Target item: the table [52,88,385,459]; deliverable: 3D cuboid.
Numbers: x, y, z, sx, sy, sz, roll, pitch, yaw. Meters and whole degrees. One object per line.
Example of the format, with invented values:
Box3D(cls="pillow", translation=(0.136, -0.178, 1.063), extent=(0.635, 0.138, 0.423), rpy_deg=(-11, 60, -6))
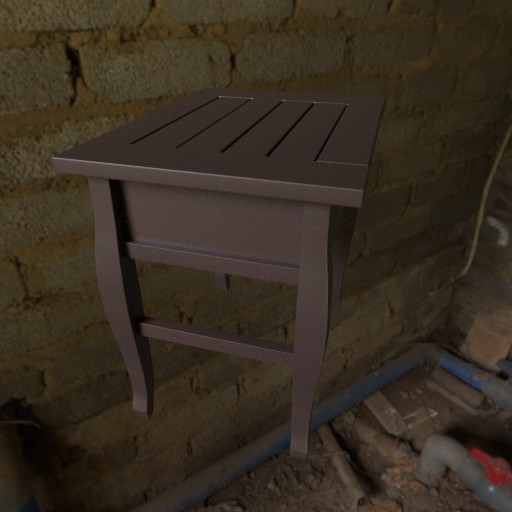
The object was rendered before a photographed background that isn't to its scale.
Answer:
Box3D(cls="table", translation=(0.000, 0.000, 1.006), extent=(0.460, 0.605, 0.602), rpy_deg=(9, 31, 14))
